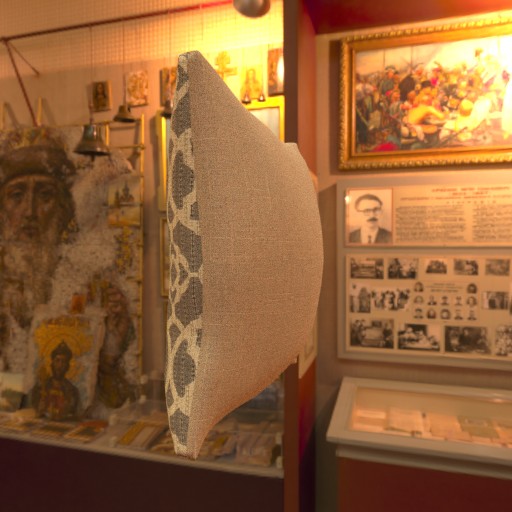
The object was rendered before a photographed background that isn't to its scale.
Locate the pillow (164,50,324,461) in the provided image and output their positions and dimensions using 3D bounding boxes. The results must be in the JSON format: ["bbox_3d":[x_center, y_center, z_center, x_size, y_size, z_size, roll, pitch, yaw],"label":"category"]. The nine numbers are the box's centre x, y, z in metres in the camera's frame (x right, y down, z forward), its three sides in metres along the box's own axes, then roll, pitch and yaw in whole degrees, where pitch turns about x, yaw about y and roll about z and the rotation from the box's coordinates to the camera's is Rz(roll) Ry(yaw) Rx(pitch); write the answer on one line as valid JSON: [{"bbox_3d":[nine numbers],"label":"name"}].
[{"bbox_3d":[0.000,0.000,0.768,0.215,0.498,0.508,0,1,19],"label":"pillow"}]
